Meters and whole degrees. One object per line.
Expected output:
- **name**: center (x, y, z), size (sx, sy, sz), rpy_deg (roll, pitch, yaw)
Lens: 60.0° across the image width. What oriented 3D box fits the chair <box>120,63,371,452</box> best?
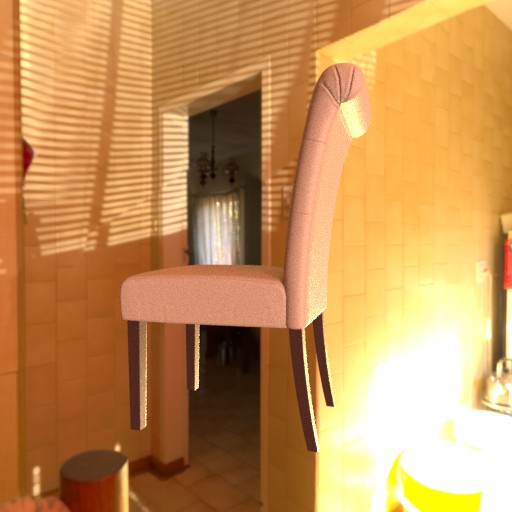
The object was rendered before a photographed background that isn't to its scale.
- **chair**: center (0.000, 0.000, 1.375), size (0.671, 1.006, 0.456), rpy_deg (0, 2, 17)
